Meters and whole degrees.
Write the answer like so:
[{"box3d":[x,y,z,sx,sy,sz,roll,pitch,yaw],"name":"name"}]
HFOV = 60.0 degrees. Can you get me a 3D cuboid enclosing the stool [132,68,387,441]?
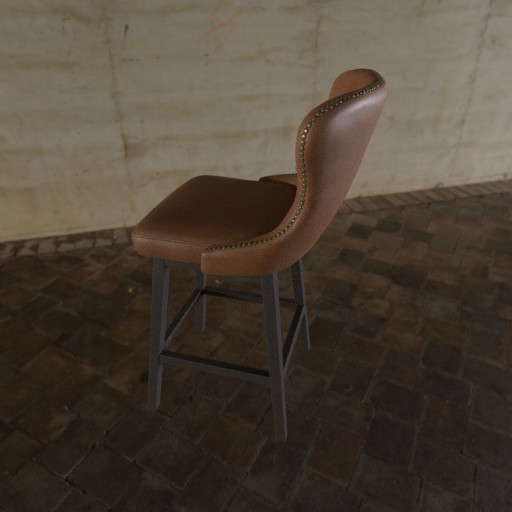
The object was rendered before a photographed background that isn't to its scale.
[{"box3d":[0.000,0.000,1.264,0.593,0.971,0.528,8,31,14],"name":"stool"}]
